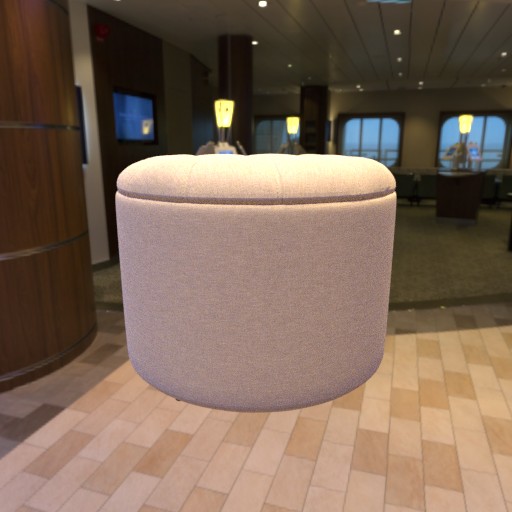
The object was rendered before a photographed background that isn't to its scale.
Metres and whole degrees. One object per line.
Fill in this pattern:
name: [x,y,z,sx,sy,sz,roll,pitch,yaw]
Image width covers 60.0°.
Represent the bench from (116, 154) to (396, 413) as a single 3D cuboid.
bench: [0.000,0.000,1.023,0.600,0.454,0.600,0,14,0]
